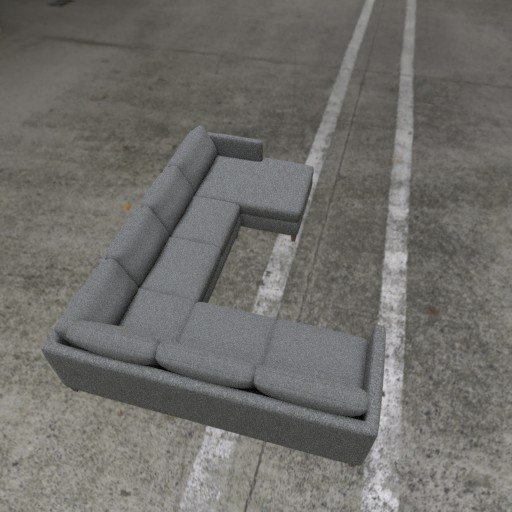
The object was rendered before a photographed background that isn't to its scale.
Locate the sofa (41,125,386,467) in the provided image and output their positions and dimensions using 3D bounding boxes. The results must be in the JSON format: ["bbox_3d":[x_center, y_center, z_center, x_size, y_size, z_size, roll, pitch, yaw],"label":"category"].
[{"bbox_3d":[0.000,0.000,4.352,2.551,0.853,3.238,11,48,10],"label":"sofa"}]
